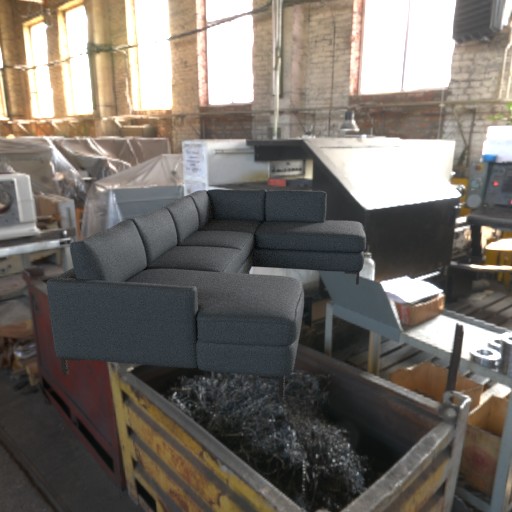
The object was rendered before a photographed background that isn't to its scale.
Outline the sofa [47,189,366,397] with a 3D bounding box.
[{"bbox_3d":[0.000,0.000,3.850,1.984,0.858,2.975,3,15,9],"label":"sofa"}]
